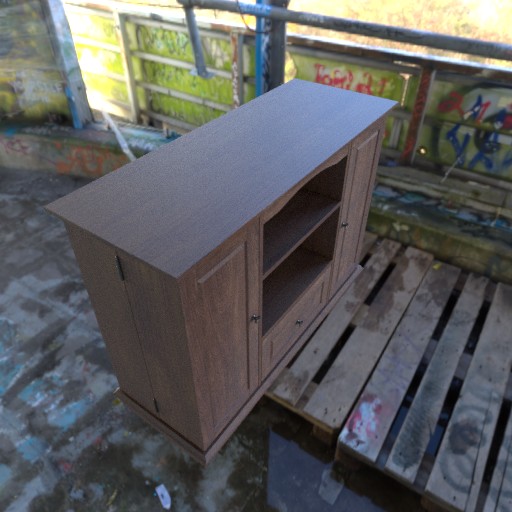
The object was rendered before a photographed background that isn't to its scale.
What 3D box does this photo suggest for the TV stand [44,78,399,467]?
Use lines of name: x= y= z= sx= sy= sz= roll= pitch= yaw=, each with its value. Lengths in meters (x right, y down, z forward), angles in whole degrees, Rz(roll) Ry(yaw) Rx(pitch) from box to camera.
TV stand: x=0.000 y=0.000 z=1.495 sx=0.406 sy=0.813 sz=1.067 roll=25 pitch=46 yaw=27
